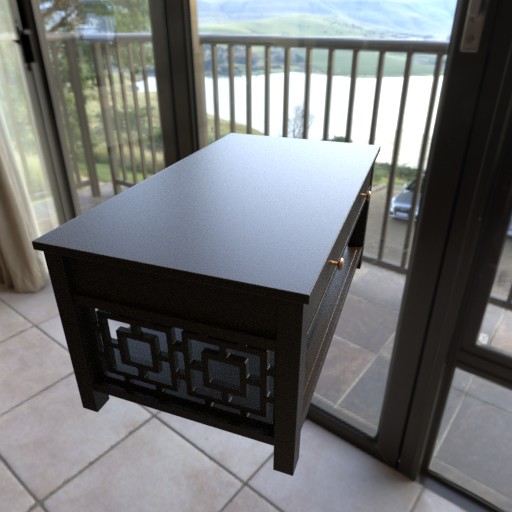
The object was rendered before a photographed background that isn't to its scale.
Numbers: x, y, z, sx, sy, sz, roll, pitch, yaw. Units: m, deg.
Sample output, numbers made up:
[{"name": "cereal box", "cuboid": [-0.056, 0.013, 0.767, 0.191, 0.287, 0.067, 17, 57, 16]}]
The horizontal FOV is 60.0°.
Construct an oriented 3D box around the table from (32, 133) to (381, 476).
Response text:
[{"name": "table", "cuboid": [0.000, 0.000, 1.395, 0.612, 0.493, 1.068, 10, 30, 18]}]
